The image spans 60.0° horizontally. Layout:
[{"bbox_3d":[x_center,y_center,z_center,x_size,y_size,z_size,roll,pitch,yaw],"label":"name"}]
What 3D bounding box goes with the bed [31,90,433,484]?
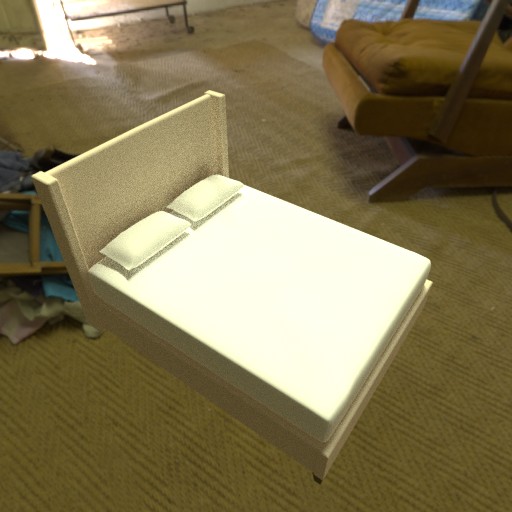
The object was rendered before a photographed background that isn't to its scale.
[{"bbox_3d":[0.000,0.000,3.364,2.293,1.471,1.778,26,48,26],"label":"bed"}]
